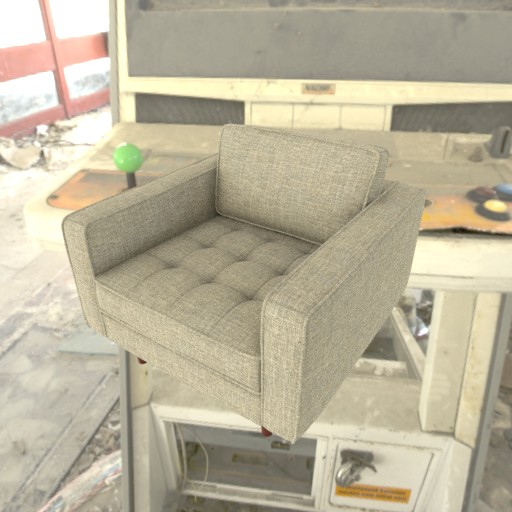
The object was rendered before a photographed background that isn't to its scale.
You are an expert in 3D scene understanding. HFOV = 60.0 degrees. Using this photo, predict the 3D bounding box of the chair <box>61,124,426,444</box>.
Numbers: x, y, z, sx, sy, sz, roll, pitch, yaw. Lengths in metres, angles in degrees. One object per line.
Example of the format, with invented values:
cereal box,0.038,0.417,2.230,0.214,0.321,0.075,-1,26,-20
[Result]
chair,0.000,0.000,1.563,0.889,0.765,0.914,19,36,29
